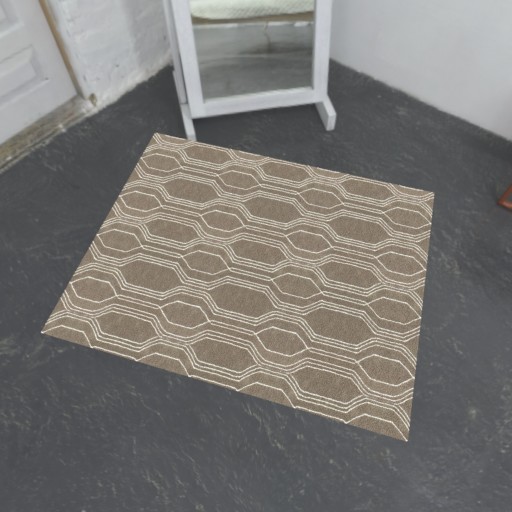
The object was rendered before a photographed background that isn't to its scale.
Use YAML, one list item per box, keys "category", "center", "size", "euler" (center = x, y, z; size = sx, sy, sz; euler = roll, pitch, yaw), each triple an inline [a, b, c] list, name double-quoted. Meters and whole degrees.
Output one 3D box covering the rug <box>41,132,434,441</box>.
- category: "rug"
  center: [0.000, 0.000, 4.118]
  size: [3.062, 0.012, 2.457]
  euler: [14, 60, 8]
